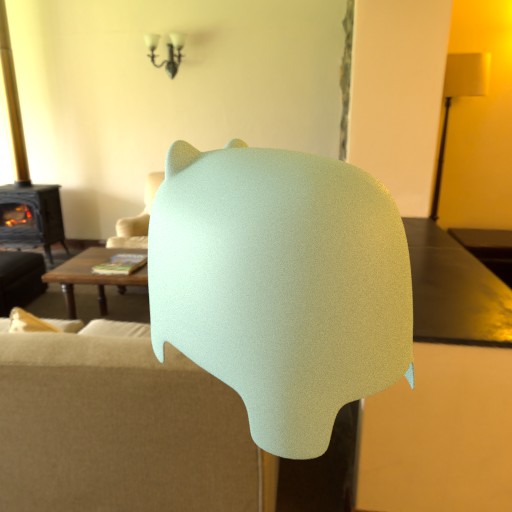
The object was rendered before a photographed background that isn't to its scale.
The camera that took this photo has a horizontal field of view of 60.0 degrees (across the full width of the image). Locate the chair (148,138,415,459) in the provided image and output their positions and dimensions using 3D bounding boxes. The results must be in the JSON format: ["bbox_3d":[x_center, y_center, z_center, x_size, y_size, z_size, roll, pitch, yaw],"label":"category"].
[{"bbox_3d":[0.000,0.000,0.845,0.364,0.423,0.619,-14,22,-39],"label":"chair"}]
